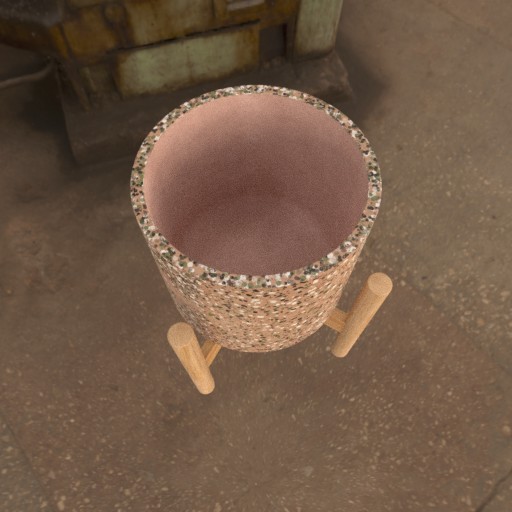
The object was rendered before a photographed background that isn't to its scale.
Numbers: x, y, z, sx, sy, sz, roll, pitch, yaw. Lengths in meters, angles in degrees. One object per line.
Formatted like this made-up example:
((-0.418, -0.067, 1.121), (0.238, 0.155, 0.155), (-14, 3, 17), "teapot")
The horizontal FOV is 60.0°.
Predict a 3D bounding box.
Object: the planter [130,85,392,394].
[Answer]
((0.000, 0.000, 0.536), (0.284, 0.320, 0.284), (-34, 68, -16), "planter")
